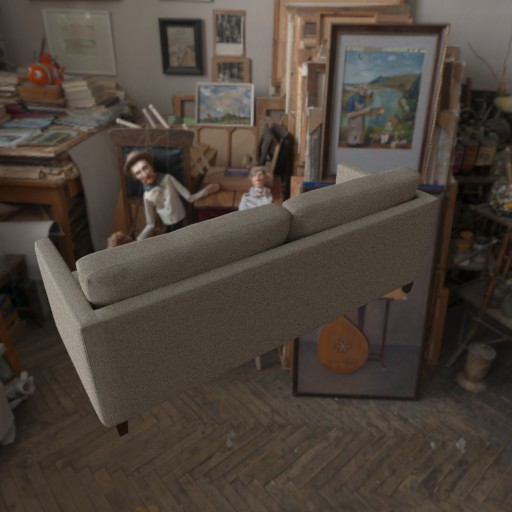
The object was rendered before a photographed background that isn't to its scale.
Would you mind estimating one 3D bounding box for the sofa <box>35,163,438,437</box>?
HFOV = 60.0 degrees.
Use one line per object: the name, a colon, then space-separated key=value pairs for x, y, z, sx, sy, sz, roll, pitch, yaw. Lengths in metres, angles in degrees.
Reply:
sofa: x=0.000 y=0.000 z=2.885 sx=2.434 sy=0.965 sz=0.951 roll=-19 pitch=35 yaw=-29
